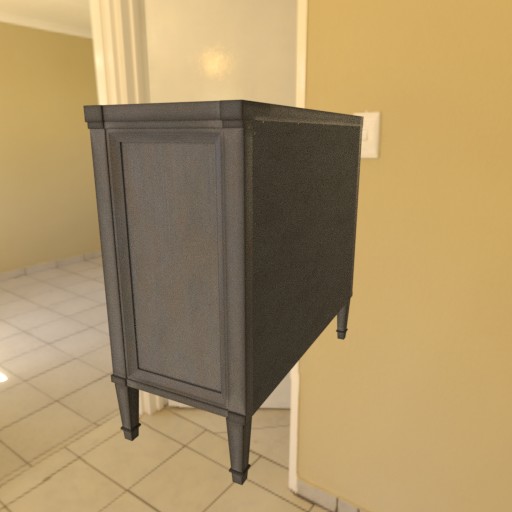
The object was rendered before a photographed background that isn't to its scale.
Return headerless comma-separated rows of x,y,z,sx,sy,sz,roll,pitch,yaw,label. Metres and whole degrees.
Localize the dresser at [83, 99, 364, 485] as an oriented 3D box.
0.000,0.000,1.599,0.463,0.986,1.049,8,17,26,dresser
